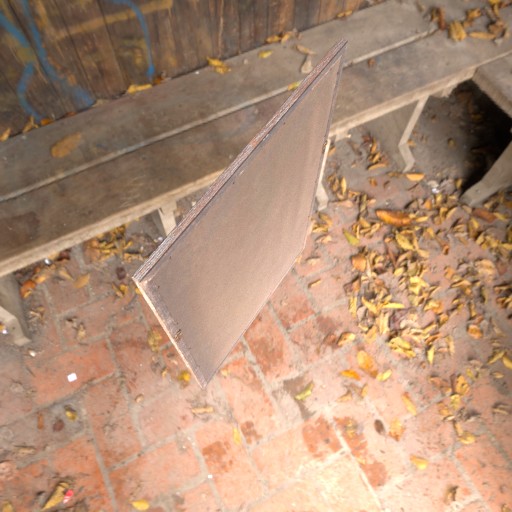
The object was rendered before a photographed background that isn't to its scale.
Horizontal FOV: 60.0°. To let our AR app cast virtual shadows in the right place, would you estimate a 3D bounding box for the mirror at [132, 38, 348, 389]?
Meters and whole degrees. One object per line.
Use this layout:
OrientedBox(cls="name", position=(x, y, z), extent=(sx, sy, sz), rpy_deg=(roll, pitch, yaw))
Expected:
OrientedBox(cls="mirror", position=(0.000, 0.000, 1.302), extent=(0.025, 0.996, 0.705), rpy_deg=(31, 68, 14))
